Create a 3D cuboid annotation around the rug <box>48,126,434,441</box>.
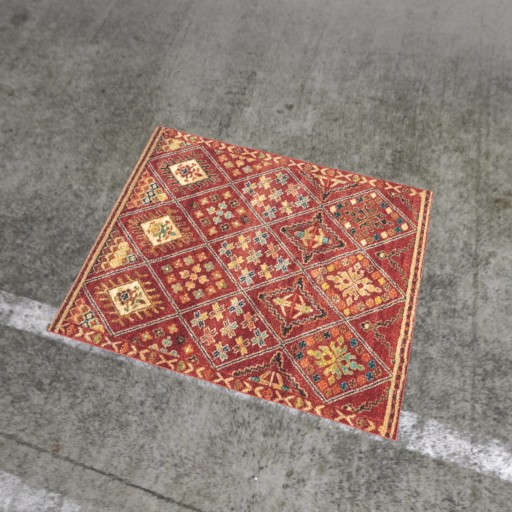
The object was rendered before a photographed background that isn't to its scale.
[{"bbox_3d":[0.000,0.000,4.233,3.086,0.030,2.489,15,64,7],"label":"rug"}]
